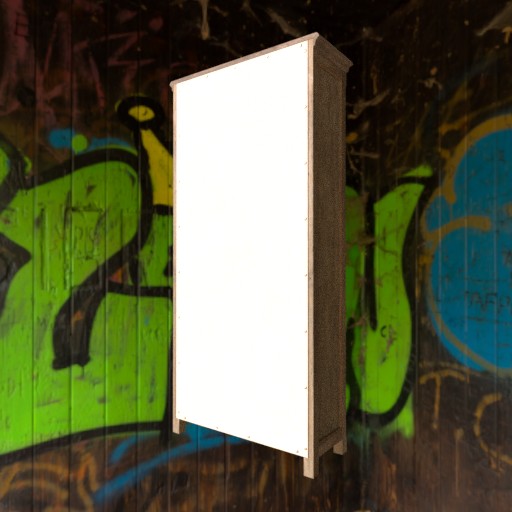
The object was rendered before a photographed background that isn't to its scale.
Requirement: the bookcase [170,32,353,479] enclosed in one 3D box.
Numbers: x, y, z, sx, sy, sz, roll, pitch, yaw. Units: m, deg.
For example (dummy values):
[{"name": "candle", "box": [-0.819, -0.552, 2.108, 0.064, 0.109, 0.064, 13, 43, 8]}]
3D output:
[{"name": "bookcase", "box": [0.000, 0.000, 2.260, 0.906, 1.880, 0.348, 0, 0, 36]}]
